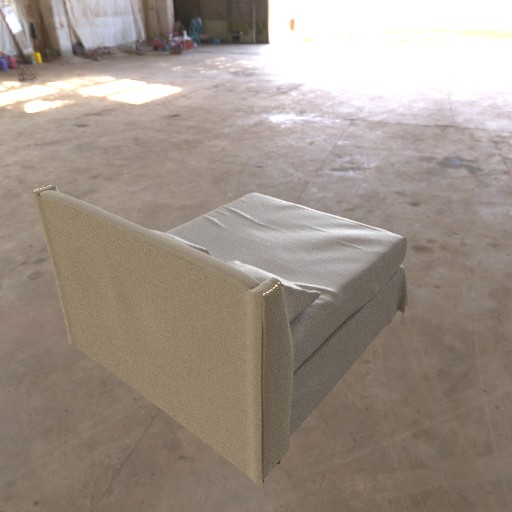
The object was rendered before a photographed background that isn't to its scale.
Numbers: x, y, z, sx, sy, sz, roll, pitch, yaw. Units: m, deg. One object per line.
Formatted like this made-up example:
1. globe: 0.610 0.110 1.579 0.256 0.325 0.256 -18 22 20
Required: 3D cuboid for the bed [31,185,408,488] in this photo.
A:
1. bed: 0.000 0.000 3.395 1.925 1.332 2.276 22 36 33
